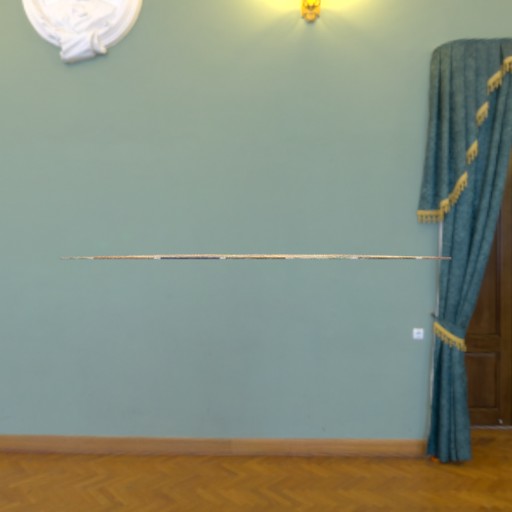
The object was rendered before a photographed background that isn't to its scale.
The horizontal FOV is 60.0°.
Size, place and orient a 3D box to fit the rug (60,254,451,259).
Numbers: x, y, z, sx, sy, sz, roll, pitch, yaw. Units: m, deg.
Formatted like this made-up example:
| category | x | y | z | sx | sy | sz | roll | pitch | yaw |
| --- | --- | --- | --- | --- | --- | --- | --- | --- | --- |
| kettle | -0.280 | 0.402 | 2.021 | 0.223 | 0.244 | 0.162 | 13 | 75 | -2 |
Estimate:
| category | x | y | z | sx | sy | sz | roll | pitch | yaw |
| --- | --- | --- | --- | --- | --- | --- | --- | --- | --- |
| rug | 0.000 | 0.000 | 2.291 | 1.216 | 0.006 | 1.828 | 0 | 0 | 0 |
